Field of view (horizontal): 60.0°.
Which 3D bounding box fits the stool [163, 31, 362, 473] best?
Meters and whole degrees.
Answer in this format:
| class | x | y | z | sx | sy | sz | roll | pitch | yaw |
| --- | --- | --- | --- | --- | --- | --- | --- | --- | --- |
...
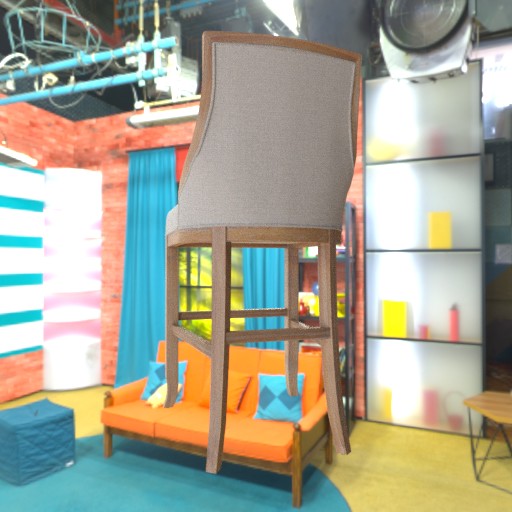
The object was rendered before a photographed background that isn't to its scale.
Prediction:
| class | x | y | z | sx | sy | sz | roll | pitch | yaw |
| --- | --- | --- | --- | --- | --- | --- | --- | --- | --- |
| stool | 0.000 | 0.000 | 1.409 | 0.524 | 1.101 | 0.626 | 0 | -1 | -17 |
